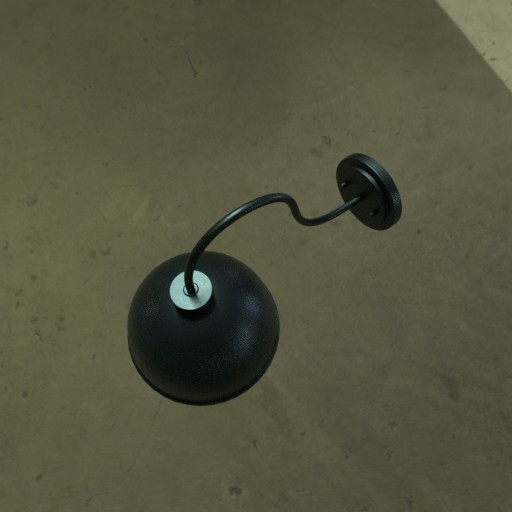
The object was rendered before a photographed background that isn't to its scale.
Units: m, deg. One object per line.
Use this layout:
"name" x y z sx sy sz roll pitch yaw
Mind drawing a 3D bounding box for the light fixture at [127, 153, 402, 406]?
"light fixture" 0.000 0.000 0.641 0.467 0.295 0.253 -33 68 -15
